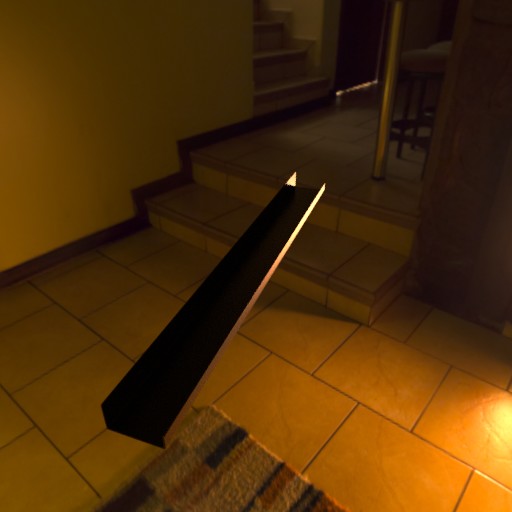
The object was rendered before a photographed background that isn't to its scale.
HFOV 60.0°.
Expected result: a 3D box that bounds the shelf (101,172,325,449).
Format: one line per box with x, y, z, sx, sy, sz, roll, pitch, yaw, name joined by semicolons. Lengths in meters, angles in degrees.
0.000;0.000;0.948;0.092;0.049;0.924;11;33;17;shelf
